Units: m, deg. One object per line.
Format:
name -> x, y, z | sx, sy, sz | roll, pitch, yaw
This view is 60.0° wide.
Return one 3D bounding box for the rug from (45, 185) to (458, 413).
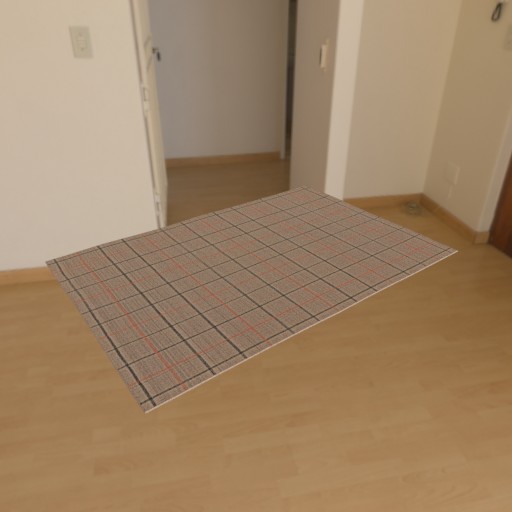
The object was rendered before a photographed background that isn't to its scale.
rug -> 0.000, 0.000, 2.358 | 1.829, 0.013, 1.220 | -20, 36, -31
